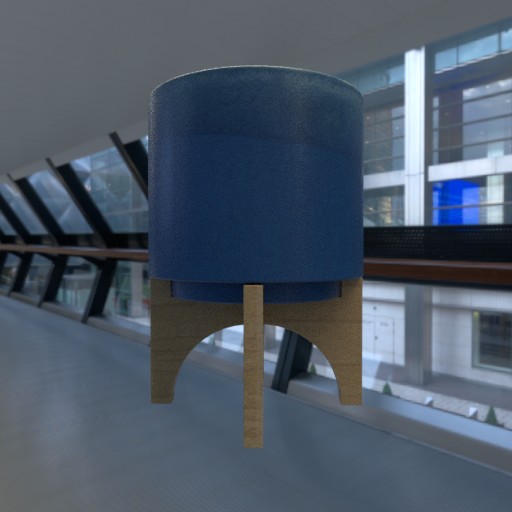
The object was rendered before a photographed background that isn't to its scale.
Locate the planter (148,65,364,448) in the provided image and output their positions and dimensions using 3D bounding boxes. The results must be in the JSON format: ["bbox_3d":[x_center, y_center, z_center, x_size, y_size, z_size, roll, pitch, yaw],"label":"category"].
[{"bbox_3d":[0.000,0.000,0.554,0.261,0.367,0.261,0,1,0],"label":"planter"}]
